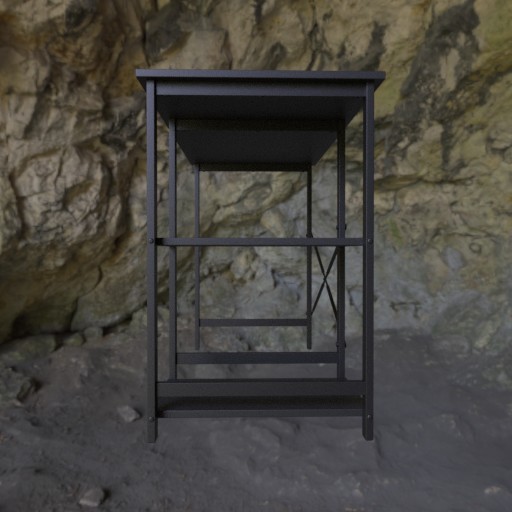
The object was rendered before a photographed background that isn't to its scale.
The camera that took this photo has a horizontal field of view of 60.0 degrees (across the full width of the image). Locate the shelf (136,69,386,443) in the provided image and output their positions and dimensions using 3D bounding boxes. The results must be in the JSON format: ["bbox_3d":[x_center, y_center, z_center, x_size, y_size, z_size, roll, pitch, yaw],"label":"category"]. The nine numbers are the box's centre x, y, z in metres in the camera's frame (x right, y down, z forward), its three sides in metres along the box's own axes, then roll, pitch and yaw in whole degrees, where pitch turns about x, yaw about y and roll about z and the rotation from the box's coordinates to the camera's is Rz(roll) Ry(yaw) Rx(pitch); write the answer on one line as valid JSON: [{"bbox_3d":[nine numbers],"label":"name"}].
[{"bbox_3d":[0.000,0.000,1.335,0.498,0.749,0.902,0,1,-1],"label":"shelf"}]
